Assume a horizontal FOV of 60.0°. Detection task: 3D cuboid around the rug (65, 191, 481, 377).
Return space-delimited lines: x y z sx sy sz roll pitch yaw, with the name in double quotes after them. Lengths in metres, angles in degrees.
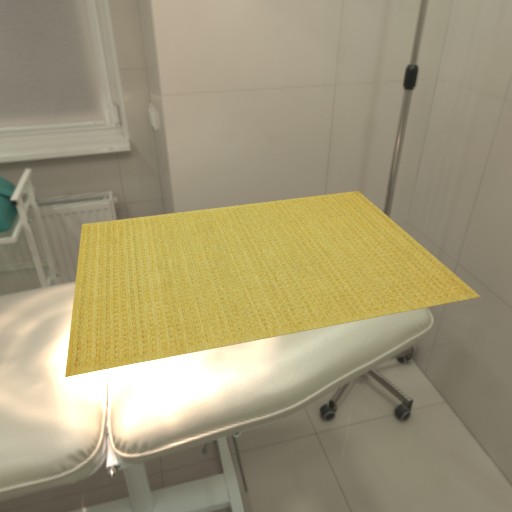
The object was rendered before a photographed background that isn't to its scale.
0.000 0.000 3.756 2.895 0.006 1.981 -8 33 -13 "rug"
